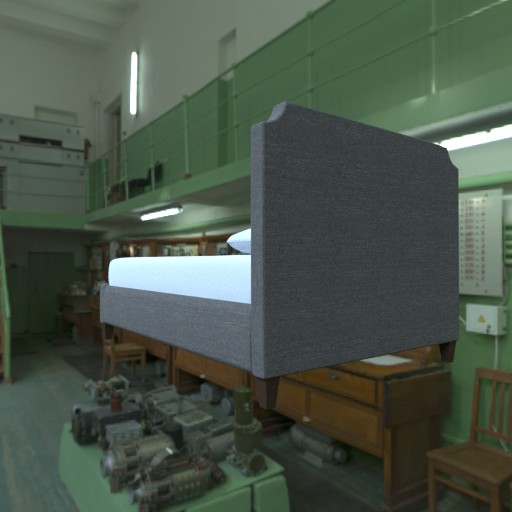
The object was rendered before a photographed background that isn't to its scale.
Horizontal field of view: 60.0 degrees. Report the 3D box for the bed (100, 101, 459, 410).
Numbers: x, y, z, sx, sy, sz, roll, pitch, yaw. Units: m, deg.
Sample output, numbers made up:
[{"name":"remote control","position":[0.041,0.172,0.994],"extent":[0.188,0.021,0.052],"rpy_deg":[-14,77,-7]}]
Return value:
[{"name":"bed","position":[0.000,0.000,3.481],"extent":[1.713,1.457,2.381],"rpy_deg":[0,-1,-37]}]
